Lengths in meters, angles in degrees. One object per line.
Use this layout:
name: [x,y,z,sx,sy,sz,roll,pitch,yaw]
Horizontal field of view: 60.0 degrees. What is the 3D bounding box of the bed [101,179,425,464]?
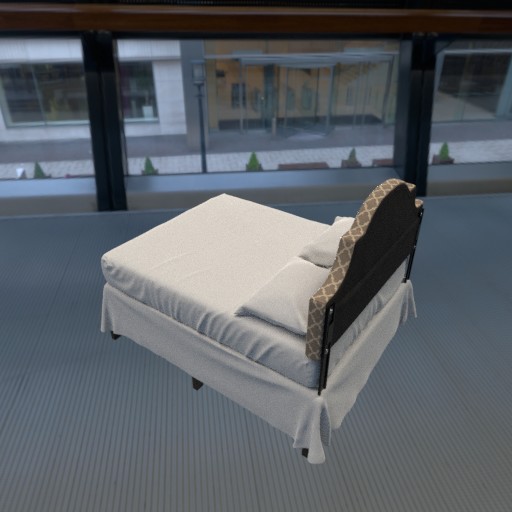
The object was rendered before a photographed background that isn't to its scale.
bed: [0.000,0.000,3.492,2.222,1.633,1.780,21,37,30]
